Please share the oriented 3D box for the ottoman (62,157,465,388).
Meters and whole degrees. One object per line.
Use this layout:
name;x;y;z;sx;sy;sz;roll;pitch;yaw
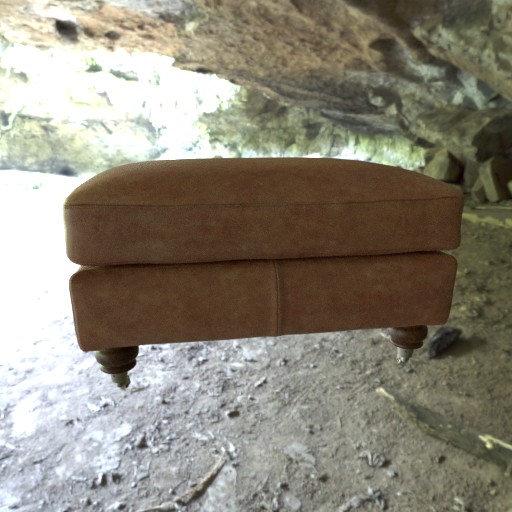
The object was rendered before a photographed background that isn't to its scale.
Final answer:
ottoman;0.000;0.000;1.174;0.852;0.507;0.565;-3;16;-9
